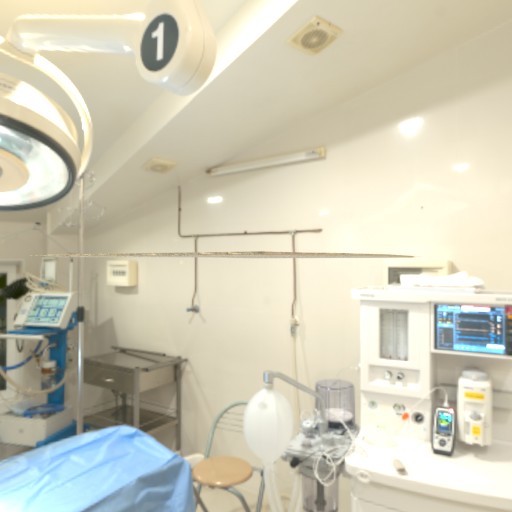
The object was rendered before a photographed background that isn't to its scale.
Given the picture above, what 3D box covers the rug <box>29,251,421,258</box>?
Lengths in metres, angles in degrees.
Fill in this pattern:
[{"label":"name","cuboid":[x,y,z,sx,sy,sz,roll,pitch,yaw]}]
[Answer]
[{"label":"rug","cuboid":[0.000,0.000,3.130,1.619,0.023,2.465,0,-1,36]}]
